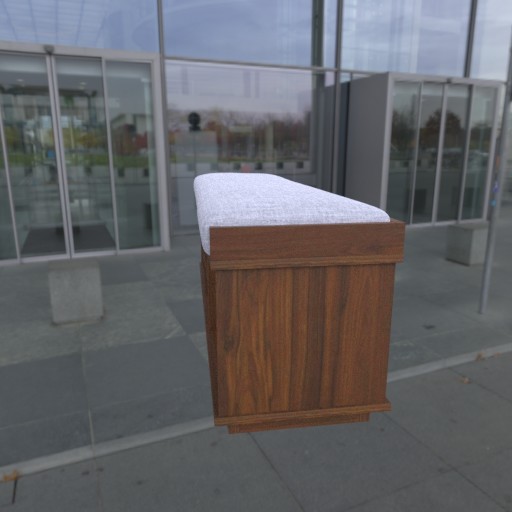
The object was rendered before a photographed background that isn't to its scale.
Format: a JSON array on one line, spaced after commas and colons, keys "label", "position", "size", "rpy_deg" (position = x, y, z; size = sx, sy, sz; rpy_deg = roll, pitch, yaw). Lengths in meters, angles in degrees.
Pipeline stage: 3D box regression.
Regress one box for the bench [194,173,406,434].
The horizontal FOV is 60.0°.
[{"label": "bench", "position": [0.000, 0.000, 1.391], "size": [0.367, 0.468, 1.196], "rpy_deg": [-2, 14, -8]}]
